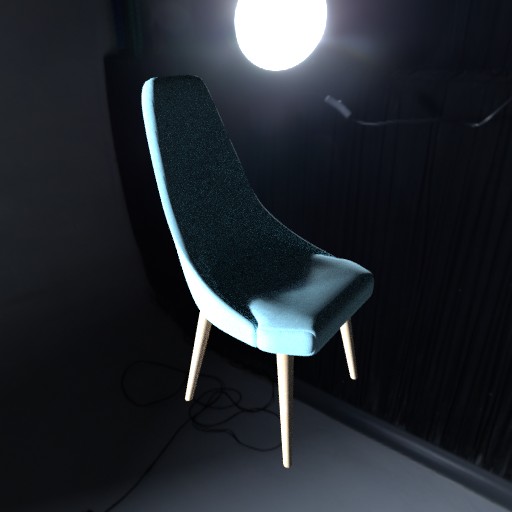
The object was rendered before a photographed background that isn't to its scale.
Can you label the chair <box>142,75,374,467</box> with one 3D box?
[{"bbox_3d":[0.000,0.000,1.410,0.660,1.040,0.510,17,31,32],"label":"chair"}]
